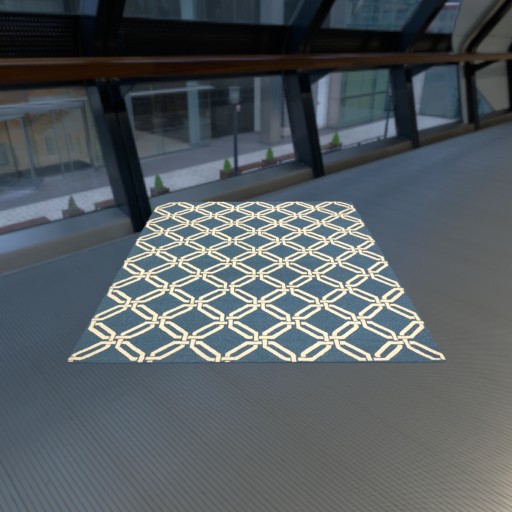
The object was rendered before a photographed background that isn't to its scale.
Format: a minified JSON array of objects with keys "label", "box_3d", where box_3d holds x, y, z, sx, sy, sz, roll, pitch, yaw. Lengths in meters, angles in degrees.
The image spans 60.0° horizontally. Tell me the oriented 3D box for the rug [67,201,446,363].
[{"label":"rug","box_3d":[0.000,0.000,3.923,2.277,0.020,2.867,0,26,0]}]
